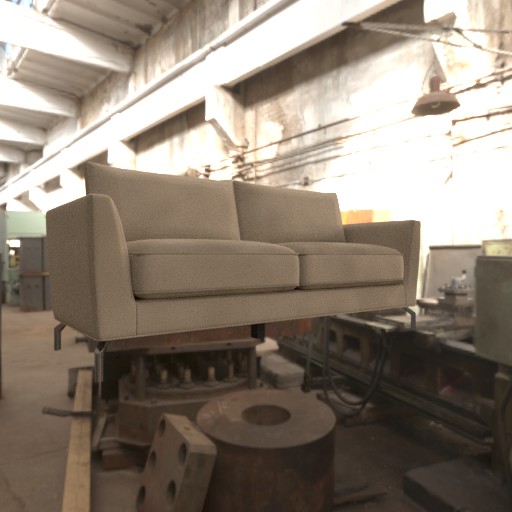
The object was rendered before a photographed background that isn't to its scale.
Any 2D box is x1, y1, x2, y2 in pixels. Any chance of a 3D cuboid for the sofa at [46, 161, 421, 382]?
[{"bbox_3d":[0.000,0.000,2.707,2.214,1.005,0.868,0,0,-36],"label":"sofa"}]
